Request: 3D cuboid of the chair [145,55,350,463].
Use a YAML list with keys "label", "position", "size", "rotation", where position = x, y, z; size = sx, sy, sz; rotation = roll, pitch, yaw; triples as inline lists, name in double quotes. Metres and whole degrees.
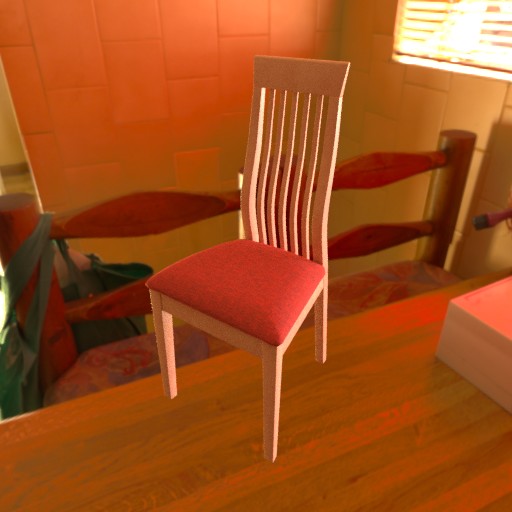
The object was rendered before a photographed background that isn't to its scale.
- label: "chair"
  position: [0.000, 0.000, 1.296]
  size: [0.460, 1.027, 0.474]
  rotation: [20, 35, 30]
